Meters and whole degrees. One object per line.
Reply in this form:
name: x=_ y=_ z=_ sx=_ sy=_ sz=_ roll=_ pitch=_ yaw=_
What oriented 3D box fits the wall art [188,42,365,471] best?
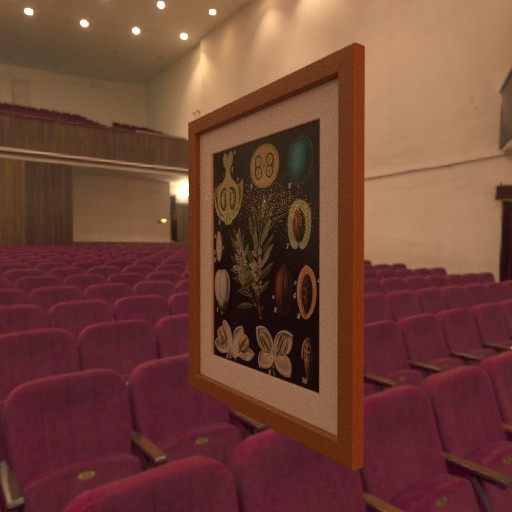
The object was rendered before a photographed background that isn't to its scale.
wall art: x=0.000 y=0.000 z=0.519 sx=0.015 sy=0.379 sz=0.310 roll=-1 pitch=1 yaw=-36
